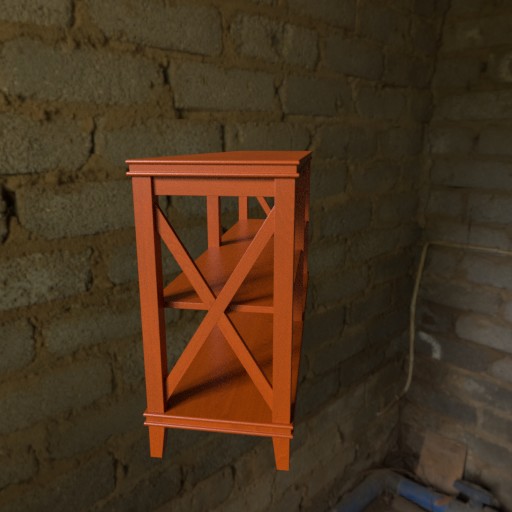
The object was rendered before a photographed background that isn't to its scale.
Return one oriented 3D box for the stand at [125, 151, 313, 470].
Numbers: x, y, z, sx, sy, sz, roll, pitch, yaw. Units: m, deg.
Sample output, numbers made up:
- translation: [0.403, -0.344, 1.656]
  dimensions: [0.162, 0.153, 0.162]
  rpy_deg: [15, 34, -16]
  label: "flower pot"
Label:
- translation: [0.000, 0.000, 1.694]
  dimensions: [0.381, 0.762, 1.372]
  rpy_deg: [2, 14, 8]
  label: "stand"
